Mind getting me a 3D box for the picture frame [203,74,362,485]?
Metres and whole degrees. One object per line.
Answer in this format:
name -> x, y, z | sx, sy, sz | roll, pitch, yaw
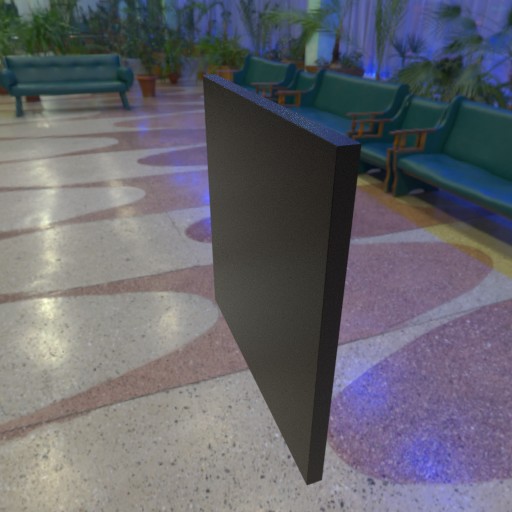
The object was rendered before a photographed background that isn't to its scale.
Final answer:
picture frame -> 0.000, 0.000, 0.818 | 0.029, 0.557, 0.559 | -10, 31, -17
